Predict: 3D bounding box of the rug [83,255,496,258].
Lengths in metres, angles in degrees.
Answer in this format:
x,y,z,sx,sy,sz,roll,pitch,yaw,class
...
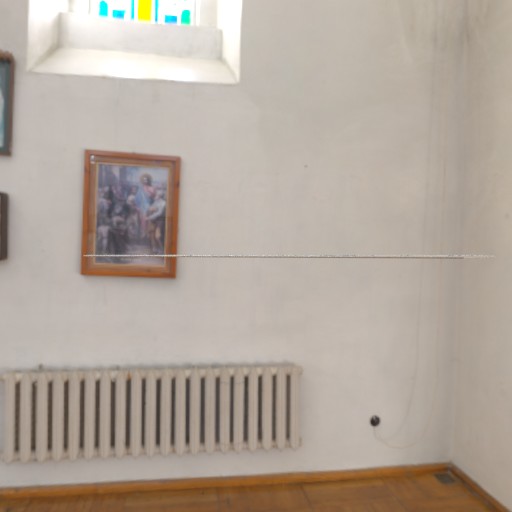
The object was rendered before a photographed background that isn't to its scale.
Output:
x,y,z,sx,sy,sz,roll,pitch,yaw,class
0.000,0.000,2.380,2.196,0.011,0.662,0,0,36,rug
